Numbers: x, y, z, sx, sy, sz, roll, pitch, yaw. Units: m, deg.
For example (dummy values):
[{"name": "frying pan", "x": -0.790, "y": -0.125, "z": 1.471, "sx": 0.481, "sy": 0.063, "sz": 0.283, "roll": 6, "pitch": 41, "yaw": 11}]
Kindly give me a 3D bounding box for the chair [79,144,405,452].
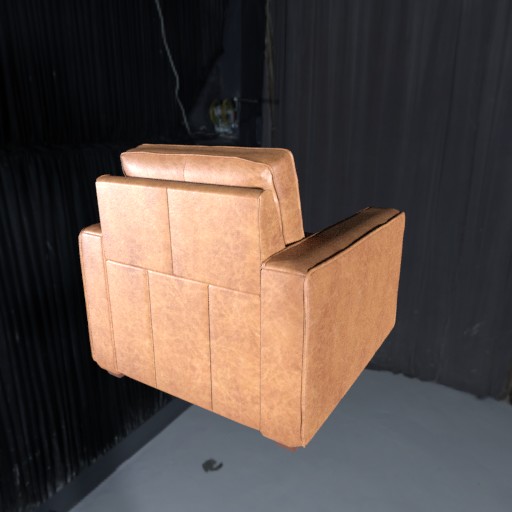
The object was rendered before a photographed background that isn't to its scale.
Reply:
[{"name": "chair", "x": 0.000, "y": 0.000, "z": 1.807, "sx": 0.987, "sy": 0.901, "sz": 1.027, "roll": 9, "pitch": 19, "yaw": 28}]
